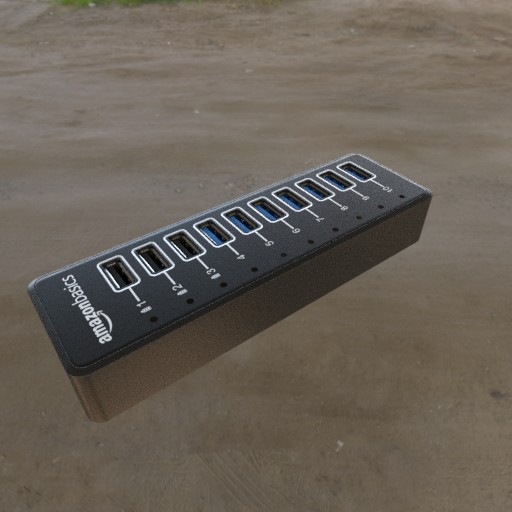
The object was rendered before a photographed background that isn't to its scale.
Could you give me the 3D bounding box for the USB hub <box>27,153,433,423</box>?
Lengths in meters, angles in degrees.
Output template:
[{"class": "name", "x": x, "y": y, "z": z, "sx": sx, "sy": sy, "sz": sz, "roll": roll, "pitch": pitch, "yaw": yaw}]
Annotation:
[{"class": "USB hub", "x": 0.000, "y": 0.000, "z": 0.162, "sx": 0.145, "sy": 0.023, "sz": 0.044, "roll": -26, "pitch": 47, "yaw": -27}]
